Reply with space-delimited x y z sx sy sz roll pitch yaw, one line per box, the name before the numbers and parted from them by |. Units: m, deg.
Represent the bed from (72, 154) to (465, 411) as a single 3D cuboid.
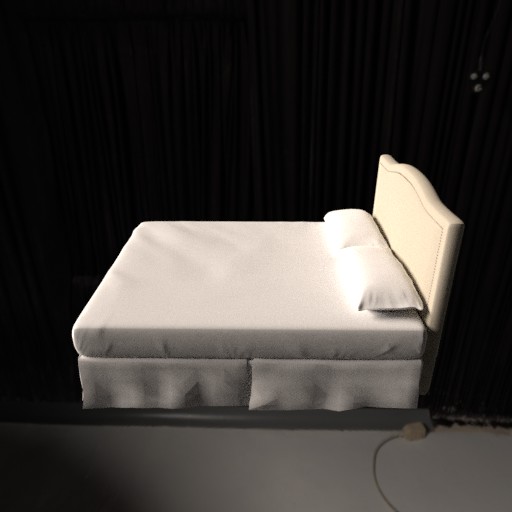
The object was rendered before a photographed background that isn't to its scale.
bed | 0.000 0.000 3.630 2.477 1.437 1.977 0 26 1
